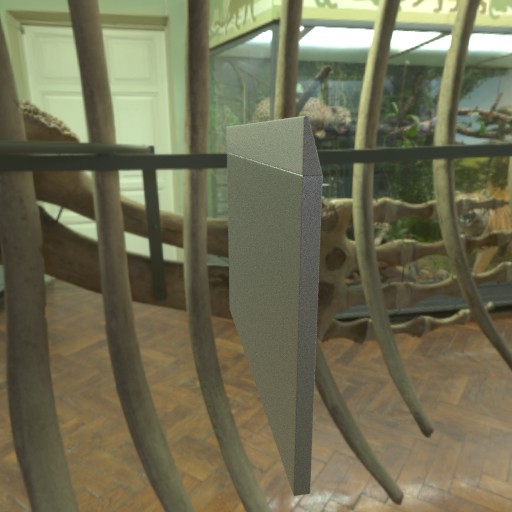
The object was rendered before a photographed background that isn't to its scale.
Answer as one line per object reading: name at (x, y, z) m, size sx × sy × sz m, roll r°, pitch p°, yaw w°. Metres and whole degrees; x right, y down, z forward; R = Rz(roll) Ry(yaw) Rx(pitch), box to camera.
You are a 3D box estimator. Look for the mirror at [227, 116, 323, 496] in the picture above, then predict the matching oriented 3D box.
mirror at (0.000, 0.000, 1.101) m, size 0.030 × 0.630 × 0.870 m, roll -3°, pitch 16°, yaw -10°
